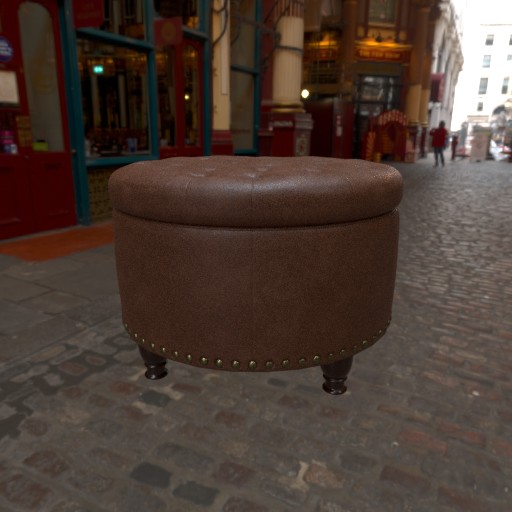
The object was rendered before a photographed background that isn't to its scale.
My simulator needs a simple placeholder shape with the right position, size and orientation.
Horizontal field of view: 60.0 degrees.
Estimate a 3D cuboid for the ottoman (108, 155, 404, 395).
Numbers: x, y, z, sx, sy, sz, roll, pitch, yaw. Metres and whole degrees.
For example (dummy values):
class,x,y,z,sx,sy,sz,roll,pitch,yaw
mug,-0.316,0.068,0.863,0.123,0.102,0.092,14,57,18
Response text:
class,x,y,z,sx,sy,sz,roll,pitch,yaw
ottoman,0.000,0.000,1.050,0.637,0.442,0.637,0,16,0
